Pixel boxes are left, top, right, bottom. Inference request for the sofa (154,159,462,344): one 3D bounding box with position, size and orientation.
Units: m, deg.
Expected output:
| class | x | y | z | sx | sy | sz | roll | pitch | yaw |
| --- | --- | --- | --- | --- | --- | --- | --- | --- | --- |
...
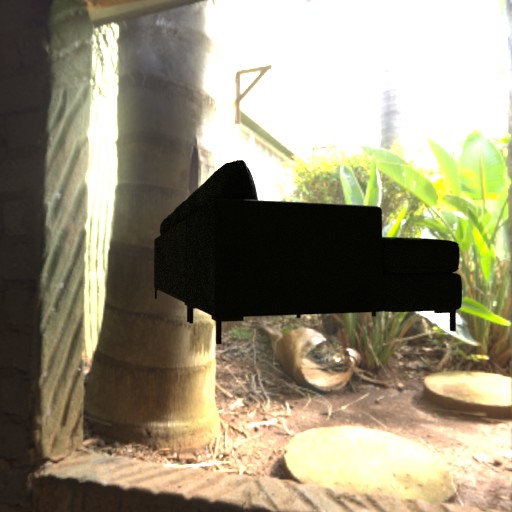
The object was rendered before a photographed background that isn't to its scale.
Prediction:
| class | x | y | z | sx | sy | sz | roll | pitch | yaw |
| --- | --- | --- | --- | --- | --- | --- | --- | --- | --- |
| sofa | 0.000 | 0.000 | 4.001 | 1.500 | 0.967 | 3.400 | 0 | -2 | -18 |
